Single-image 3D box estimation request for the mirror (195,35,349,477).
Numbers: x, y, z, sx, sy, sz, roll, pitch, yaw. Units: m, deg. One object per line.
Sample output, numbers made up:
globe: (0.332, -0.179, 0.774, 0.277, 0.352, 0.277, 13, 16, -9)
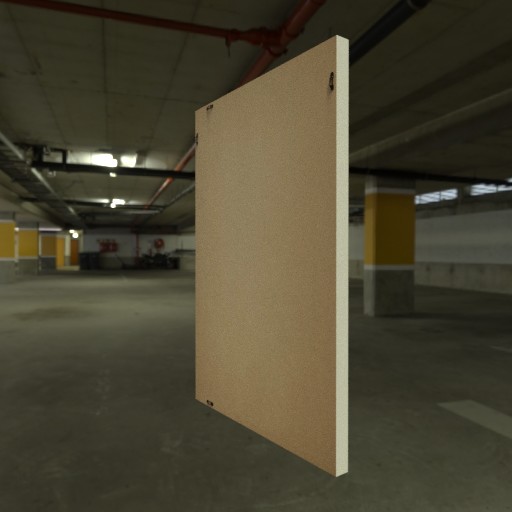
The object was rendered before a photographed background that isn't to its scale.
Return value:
mirror: (0.000, 0.000, 1.172, 0.041, 0.914, 0.609, 0, 1, -36)
